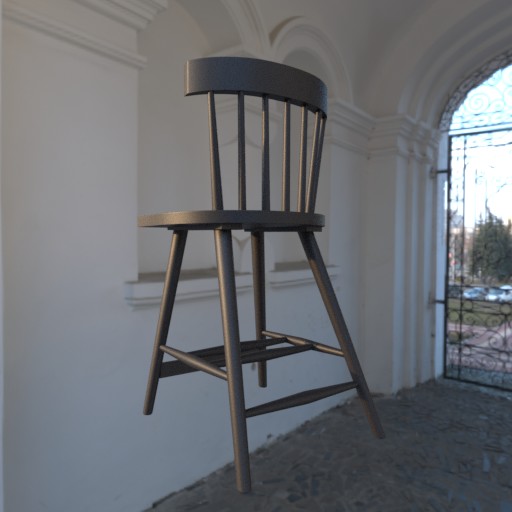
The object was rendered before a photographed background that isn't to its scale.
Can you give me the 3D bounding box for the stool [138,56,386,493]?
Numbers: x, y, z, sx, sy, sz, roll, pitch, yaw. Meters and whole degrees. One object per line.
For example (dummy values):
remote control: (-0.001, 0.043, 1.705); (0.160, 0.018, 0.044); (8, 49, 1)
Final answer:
stool: (0.000, 0.000, 1.244); (0.494, 0.953, 0.549); (-1, 2, -36)
